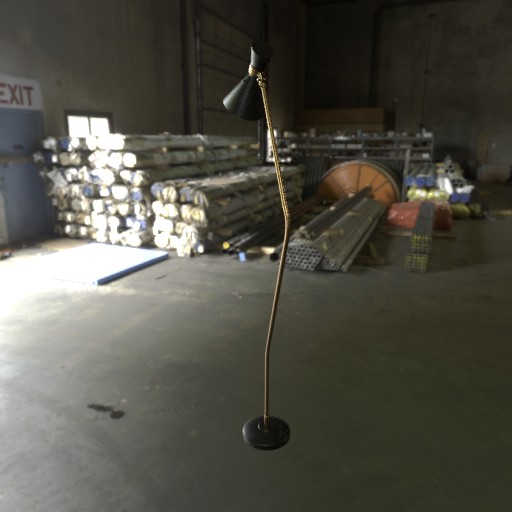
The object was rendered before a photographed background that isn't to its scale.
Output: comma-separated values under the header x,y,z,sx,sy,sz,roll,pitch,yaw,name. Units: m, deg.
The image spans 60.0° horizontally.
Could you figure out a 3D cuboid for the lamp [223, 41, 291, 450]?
x,y,z,sx,sy,sz,roll,pitch,yaw,name
0.000,0.000,1.596,0.277,1.438,0.467,2,15,7,lamp
